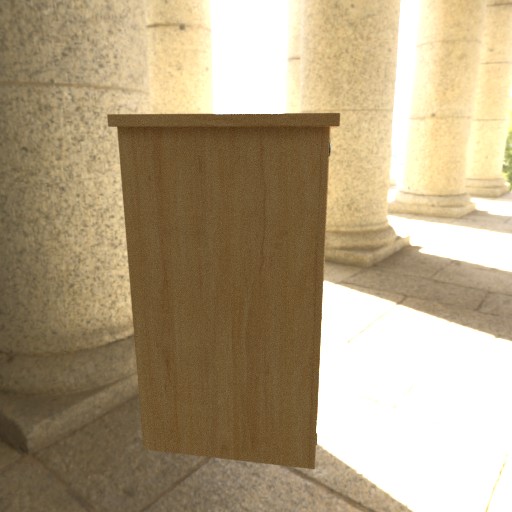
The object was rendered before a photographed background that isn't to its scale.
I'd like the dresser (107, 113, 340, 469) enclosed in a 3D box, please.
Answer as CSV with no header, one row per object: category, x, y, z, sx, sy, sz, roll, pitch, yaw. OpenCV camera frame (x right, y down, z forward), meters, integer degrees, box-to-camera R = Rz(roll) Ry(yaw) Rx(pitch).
dresser,0.000,0.000,1.238,0.410,0.730,0.800,3,16,9
